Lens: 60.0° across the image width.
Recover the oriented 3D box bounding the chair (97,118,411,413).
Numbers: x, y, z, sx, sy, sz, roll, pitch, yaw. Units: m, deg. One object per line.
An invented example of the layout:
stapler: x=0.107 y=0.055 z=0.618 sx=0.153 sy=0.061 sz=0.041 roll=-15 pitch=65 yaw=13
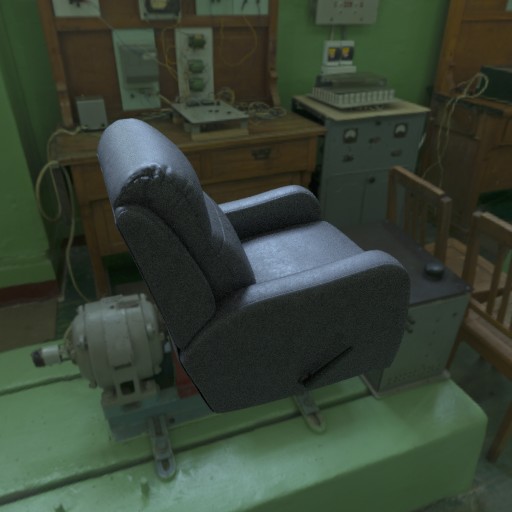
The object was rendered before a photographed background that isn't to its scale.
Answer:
chair: x=0.000 y=0.000 z=1.825 sx=1.067 sy=1.067 sz=0.865 roll=-12 pitch=33 yaw=-18
